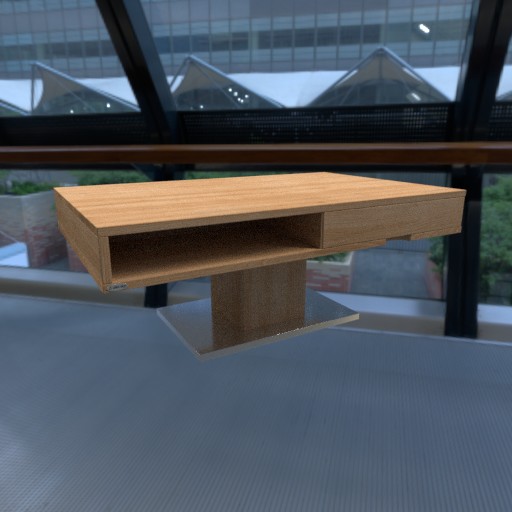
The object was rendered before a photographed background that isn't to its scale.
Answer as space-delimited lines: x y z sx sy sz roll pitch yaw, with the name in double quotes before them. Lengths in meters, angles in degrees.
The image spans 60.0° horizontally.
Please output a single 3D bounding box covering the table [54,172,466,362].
"table" 0.000 0.000 1.458 1.100 0.440 0.700 -9 18 -29
